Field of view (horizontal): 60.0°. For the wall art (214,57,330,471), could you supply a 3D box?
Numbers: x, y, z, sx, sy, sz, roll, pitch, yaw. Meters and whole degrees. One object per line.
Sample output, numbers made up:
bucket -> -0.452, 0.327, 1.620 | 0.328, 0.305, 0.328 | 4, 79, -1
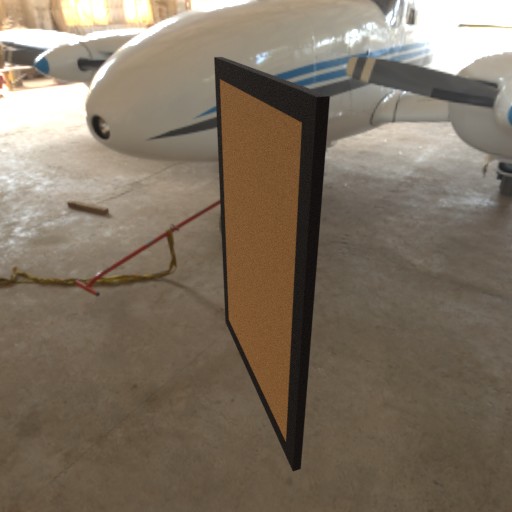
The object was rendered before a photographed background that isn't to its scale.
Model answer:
wall art -> 0.000, 0.000, 0.689 | 0.013, 0.534, 0.380 | -9, 31, -16
